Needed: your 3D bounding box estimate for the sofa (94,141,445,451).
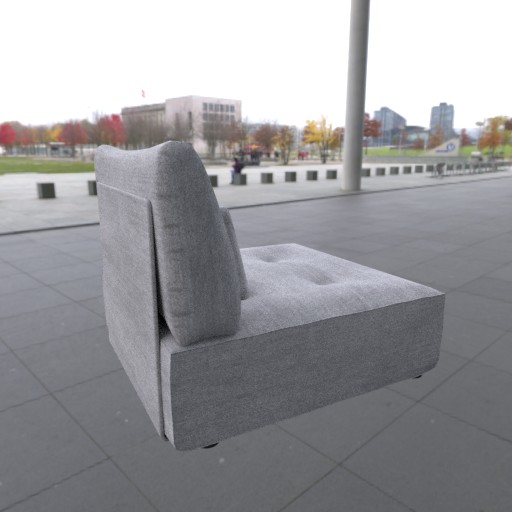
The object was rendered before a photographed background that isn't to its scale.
[{"bbox_3d":[0.000,0.000,1.677,1.000,0.820,0.930,-7,15,-28],"label":"sofa"}]
